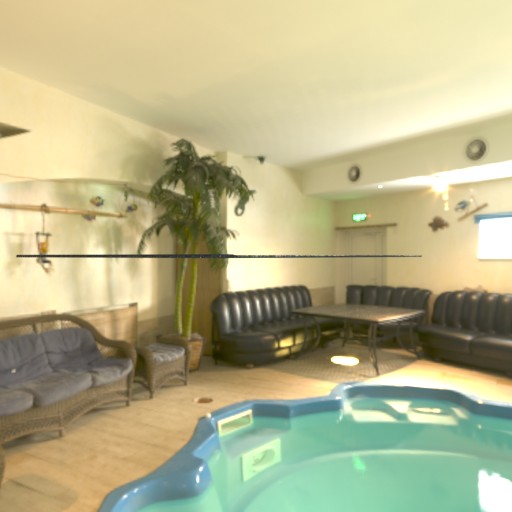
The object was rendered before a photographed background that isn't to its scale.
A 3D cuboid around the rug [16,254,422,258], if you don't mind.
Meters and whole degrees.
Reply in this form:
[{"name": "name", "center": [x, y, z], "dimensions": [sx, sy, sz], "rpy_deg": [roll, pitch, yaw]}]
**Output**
[{"name": "rug", "center": [0.000, 0.000, 2.984], "dimensions": [1.530, 0.015, 2.449], "rpy_deg": [0, 0, 35]}]
